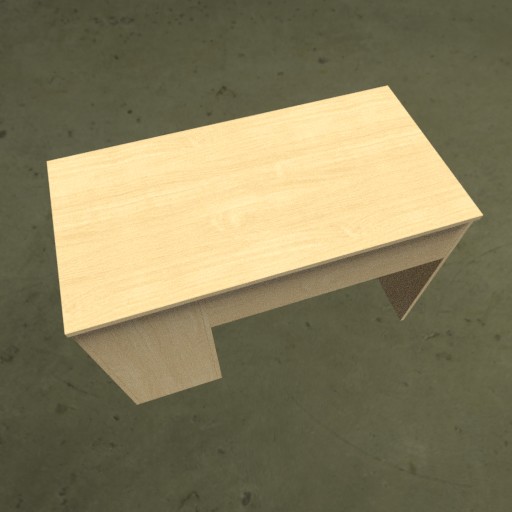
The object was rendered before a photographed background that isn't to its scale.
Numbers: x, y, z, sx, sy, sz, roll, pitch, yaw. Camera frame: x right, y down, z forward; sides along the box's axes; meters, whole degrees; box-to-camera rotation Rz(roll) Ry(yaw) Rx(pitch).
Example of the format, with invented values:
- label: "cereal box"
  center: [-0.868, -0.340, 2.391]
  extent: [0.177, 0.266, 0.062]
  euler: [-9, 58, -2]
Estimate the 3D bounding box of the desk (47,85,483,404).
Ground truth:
- label: "desk"
  center: [0.000, 0.000, 1.549]
  extent: [1.097, 0.735, 0.560]
  euler: [-15, 60, -9]
